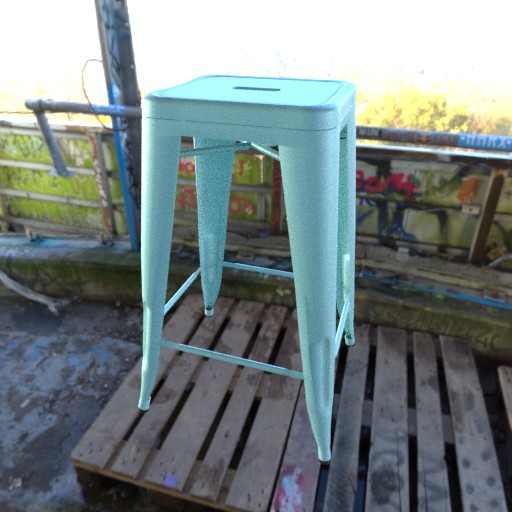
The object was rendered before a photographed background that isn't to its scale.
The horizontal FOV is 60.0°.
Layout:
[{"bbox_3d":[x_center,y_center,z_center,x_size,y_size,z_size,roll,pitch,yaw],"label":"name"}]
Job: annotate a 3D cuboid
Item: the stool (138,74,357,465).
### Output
[{"bbox_3d":[0.000,0.000,0.845,0.399,0.609,0.359,9,31,16],"label":"stool"}]
